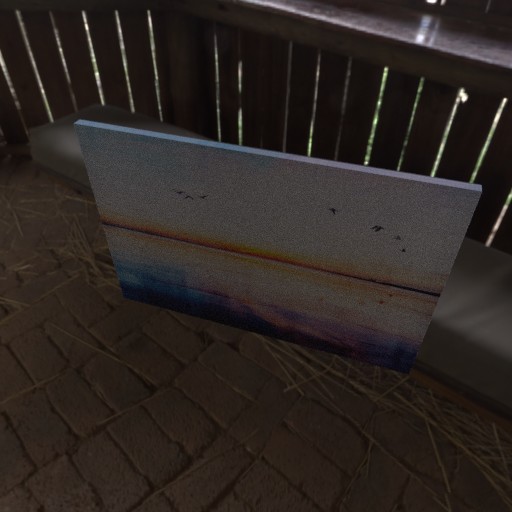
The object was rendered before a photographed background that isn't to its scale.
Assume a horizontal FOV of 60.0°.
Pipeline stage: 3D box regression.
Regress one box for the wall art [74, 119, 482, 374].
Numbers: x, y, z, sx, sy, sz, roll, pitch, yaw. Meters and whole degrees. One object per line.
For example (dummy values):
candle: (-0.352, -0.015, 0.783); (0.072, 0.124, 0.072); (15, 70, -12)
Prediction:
wall art: (0.000, 0.000, 1.444); (1.137, 0.756, 0.034); (13, 43, 14)
